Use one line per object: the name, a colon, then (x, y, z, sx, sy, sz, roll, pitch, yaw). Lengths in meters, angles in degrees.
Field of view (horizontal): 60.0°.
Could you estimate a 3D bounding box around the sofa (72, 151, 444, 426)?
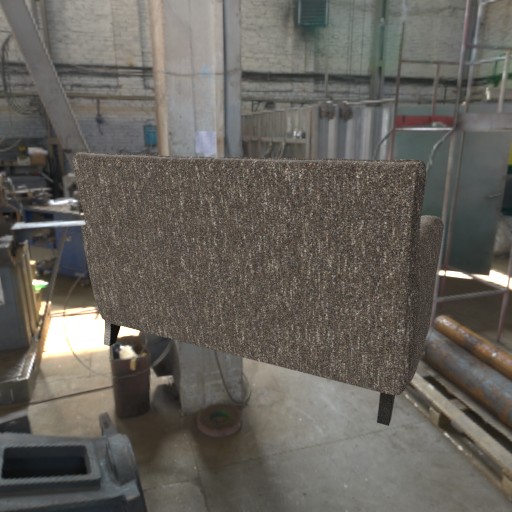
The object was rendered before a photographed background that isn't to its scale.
sofa: (0.000, 0.000, 2.045, 1.519, 0.946, 0.801, 8, 18, 26)
